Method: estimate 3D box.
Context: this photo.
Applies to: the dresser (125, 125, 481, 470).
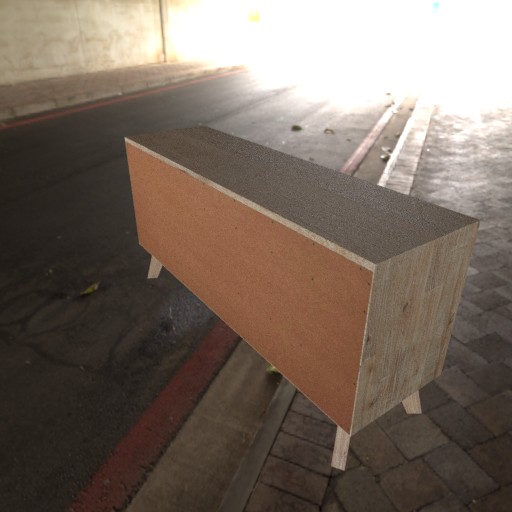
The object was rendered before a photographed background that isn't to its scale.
[{"bbox_3d":[0.000,0.000,1.927,0.455,0.788,1.602,-19,33,-31],"label":"dresser"}]
